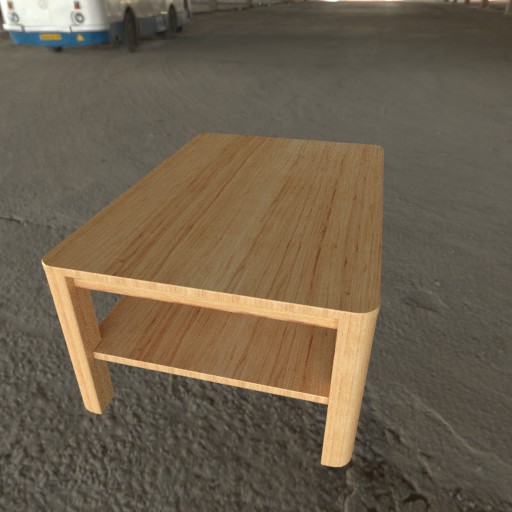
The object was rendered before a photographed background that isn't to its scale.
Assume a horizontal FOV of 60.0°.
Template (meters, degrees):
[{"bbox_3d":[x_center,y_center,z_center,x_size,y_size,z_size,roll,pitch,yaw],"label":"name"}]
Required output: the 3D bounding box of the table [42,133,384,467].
[{"bbox_3d":[0.000,0.000,1.367,0.696,0.445,0.997,8,32,12],"label":"table"}]
